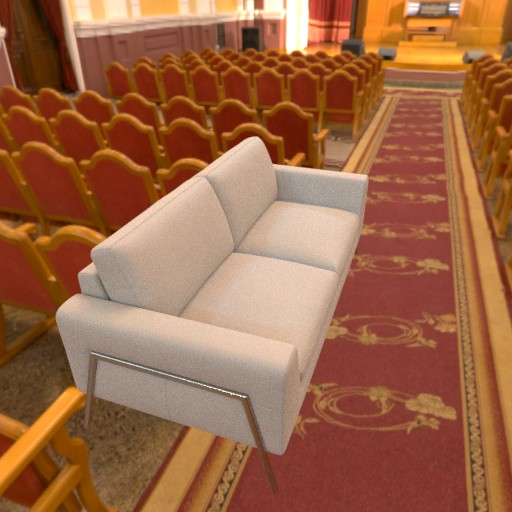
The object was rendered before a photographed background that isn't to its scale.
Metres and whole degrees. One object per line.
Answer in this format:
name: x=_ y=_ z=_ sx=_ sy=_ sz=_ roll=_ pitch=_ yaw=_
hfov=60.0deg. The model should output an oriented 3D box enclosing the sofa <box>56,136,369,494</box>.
sofa: x=0.000 y=0.000 z=2.469 sx=0.953 sy=0.875 sz=2.017 roll=10 pitch=32 yaw=17
